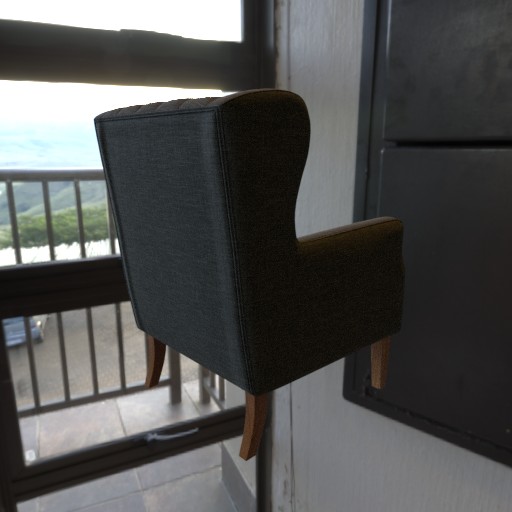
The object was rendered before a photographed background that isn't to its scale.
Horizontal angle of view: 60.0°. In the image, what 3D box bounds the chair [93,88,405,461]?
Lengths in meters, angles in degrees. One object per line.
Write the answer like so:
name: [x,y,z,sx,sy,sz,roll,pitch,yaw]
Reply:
chair: [0.000,0.000,1.466,0.775,0.953,0.711,-13,19,-42]
